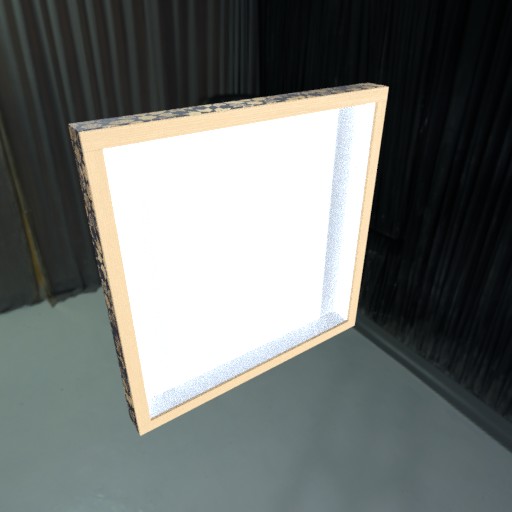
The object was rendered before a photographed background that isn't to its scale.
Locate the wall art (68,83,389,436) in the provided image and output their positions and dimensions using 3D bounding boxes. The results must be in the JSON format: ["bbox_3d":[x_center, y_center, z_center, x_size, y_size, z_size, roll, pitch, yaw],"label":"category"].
[{"bbox_3d":[0.000,0.000,0.605,0.405,0.405,0.038,-19,35,-30],"label":"wall art"}]
